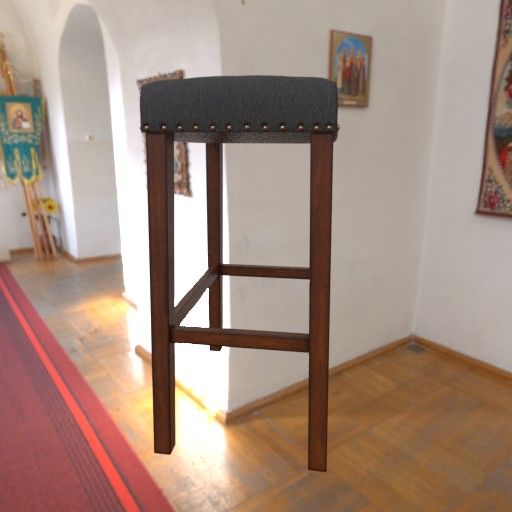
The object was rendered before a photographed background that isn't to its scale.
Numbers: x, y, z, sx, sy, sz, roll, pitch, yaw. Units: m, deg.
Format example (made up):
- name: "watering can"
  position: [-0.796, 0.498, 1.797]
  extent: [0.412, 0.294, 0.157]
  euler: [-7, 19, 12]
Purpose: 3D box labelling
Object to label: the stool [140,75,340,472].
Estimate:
- name: "stool"
  position: [0.000, 0.000, 1.062]
  extent: [0.366, 0.760, 0.502]
  euler: [2, 16, 8]
